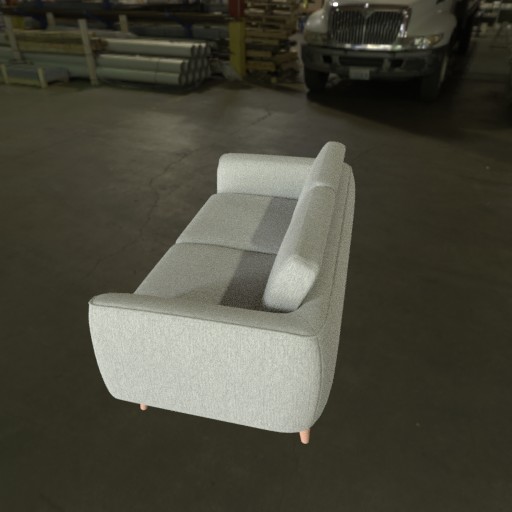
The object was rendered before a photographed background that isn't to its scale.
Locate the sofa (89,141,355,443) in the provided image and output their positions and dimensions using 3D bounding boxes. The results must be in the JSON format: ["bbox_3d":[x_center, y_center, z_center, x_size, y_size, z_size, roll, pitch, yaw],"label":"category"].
[{"bbox_3d":[0.000,0.000,2.257,0.920,0.850,1.700,7,33,11],"label":"sofa"}]
